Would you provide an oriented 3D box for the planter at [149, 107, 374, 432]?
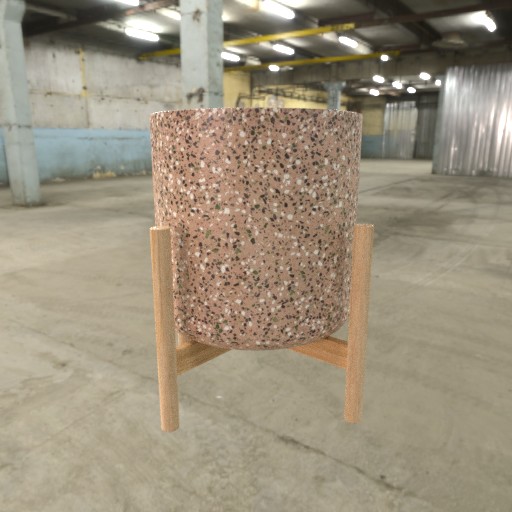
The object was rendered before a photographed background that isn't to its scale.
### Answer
[{"bbox_3d":[0.000,0.000,0.696,0.360,0.419,0.360,-7,15,-26],"label":"planter"}]
